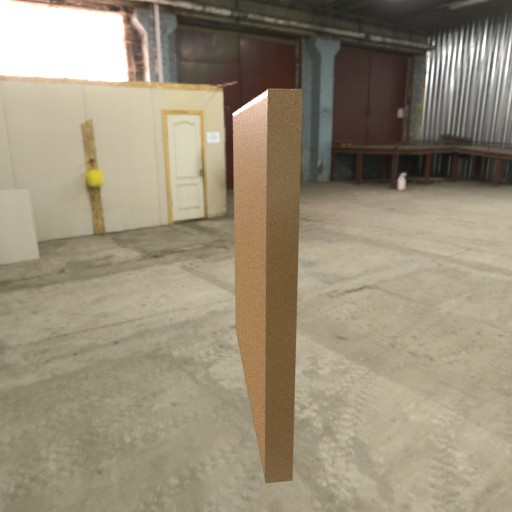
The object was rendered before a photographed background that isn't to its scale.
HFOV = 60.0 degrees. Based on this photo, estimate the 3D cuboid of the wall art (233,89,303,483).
[{"bbox_3d":[0.000,0.000,0.792,0.038,0.511,0.513,-2,15,-7],"label":"wall art"}]
